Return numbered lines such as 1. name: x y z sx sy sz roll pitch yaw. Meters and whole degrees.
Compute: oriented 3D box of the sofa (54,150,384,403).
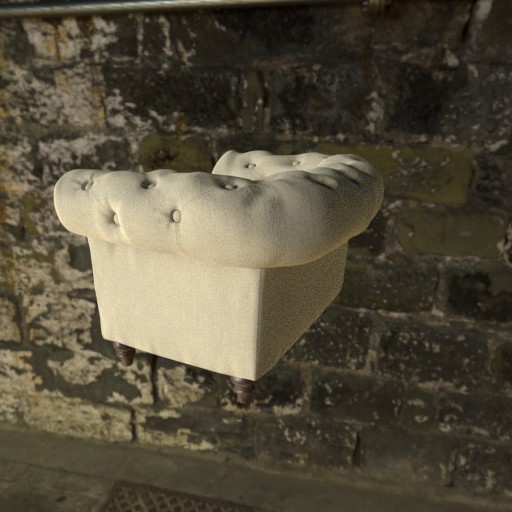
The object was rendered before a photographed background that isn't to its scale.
1. sofa: 0.000 0.000 2.027 1.034 0.878 1.405 8 19 26
